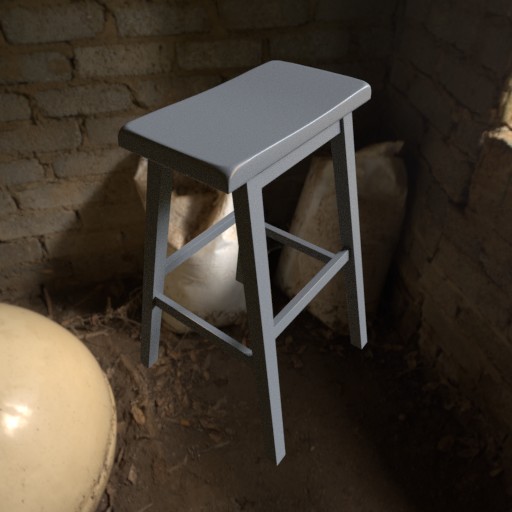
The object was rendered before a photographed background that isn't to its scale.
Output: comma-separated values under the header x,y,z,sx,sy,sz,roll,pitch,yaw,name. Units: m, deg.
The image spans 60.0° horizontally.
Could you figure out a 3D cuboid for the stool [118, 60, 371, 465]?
x,y,z,sx,sy,sz,roll,pitch,yaw,name
0.000,0.000,1.042,0.476,0.737,0.457,27,47,27,stool
